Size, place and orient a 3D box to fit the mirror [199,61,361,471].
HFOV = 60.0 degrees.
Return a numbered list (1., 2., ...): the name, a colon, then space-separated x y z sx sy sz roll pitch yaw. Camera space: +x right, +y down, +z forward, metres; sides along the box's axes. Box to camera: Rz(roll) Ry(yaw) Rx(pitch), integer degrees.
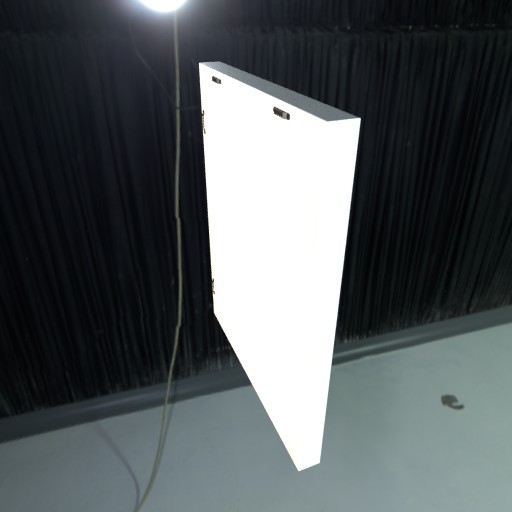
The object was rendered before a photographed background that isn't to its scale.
1. mirror: 0.000 0.000 0.689 0.041 0.509 0.406 -12 33 -19
